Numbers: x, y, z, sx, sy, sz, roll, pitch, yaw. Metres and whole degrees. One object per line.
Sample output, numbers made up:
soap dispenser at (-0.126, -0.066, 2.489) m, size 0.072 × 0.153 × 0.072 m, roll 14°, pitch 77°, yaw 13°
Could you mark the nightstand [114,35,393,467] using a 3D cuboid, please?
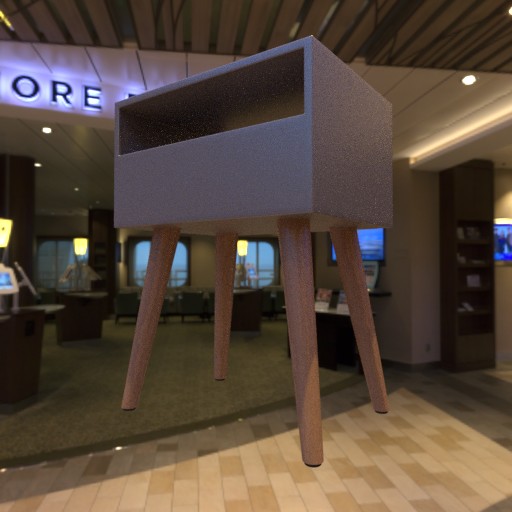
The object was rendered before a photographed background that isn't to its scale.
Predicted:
nightstand at (0.000, 0.000, 0.737) m, size 0.370 × 0.508 × 0.288 m, roll -1°, pitch -1°, yaw 36°
